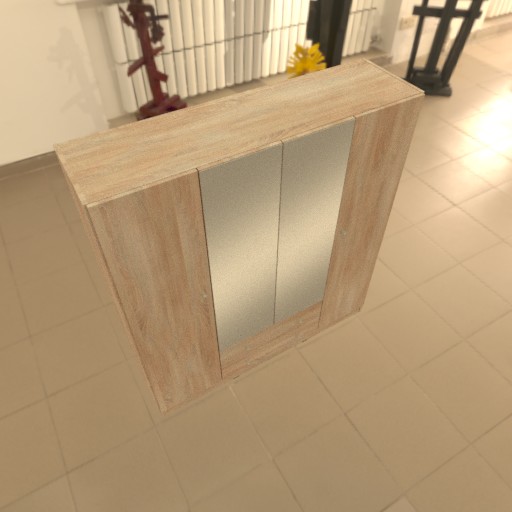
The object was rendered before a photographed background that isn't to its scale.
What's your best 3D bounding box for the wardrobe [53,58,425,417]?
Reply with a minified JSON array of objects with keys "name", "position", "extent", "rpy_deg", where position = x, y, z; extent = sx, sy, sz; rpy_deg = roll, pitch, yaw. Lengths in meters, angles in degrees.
[{"name":"wardrobe","position":[0.000,0.000,3.163],"extent":[1.998,2.159,0.598],"rpy_deg":[-23,51,-20]}]
